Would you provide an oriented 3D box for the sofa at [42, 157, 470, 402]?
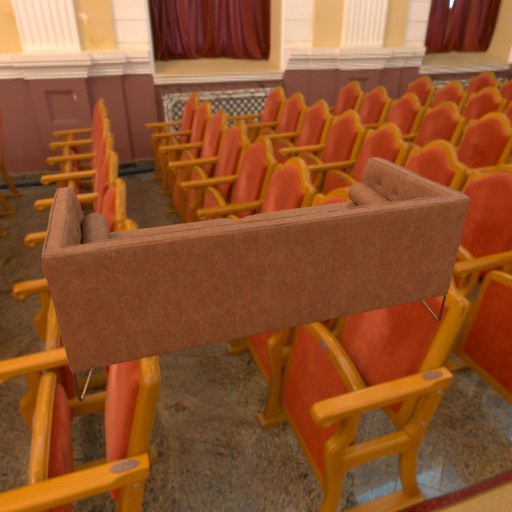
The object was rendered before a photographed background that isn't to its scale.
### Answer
[{"bbox_3d":[0.000,0.000,2.555,2.079,0.798,0.912,-9,29,-16],"label":"sofa"}]
